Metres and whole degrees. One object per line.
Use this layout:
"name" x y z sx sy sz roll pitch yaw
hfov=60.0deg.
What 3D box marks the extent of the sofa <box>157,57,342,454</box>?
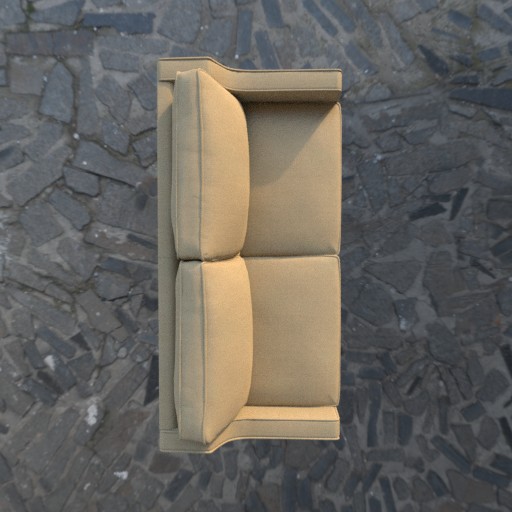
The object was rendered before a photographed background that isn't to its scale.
"sofa" 0.000 0.000 2.779 1.066 1.071 2.178 0 92 3
